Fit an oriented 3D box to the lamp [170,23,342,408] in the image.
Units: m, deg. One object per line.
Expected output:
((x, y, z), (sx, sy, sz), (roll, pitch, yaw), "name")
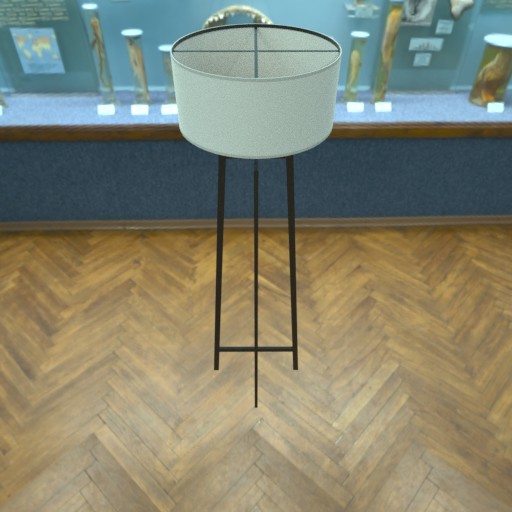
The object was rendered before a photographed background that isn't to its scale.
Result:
((0.000, 0.000, 1.697), (0.456, 1.510, 0.457), (0, 42, 0), "lamp")
